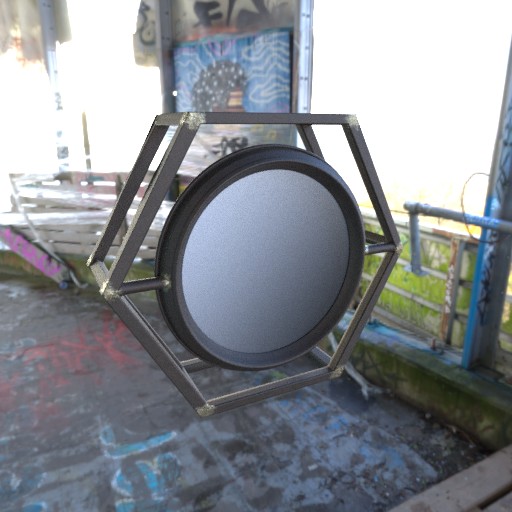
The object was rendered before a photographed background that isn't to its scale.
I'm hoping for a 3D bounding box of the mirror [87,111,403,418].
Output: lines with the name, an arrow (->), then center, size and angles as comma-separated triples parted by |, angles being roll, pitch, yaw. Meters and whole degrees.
mirror -> 0.000, 0.000, 0.546 | 0.380, 0.334, 0.119 | -8, 18, -26
